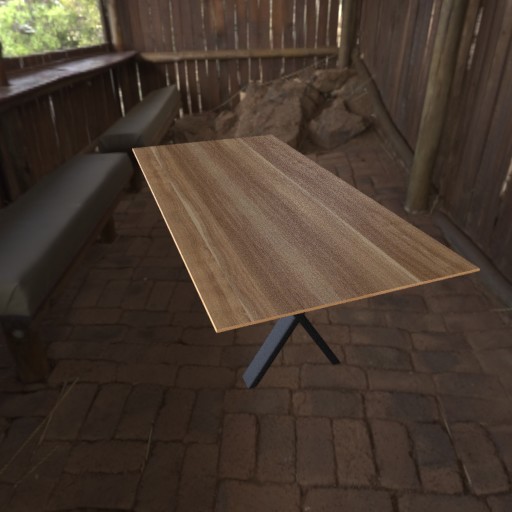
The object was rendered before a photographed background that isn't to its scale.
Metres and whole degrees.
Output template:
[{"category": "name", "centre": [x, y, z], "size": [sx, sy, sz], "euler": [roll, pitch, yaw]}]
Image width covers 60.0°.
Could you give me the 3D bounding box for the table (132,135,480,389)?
[{"category": "table", "centre": [0.000, 0.000, 2.469], "size": [1.000, 0.770, 2.000], "euler": [-11, 32, -18]}]
